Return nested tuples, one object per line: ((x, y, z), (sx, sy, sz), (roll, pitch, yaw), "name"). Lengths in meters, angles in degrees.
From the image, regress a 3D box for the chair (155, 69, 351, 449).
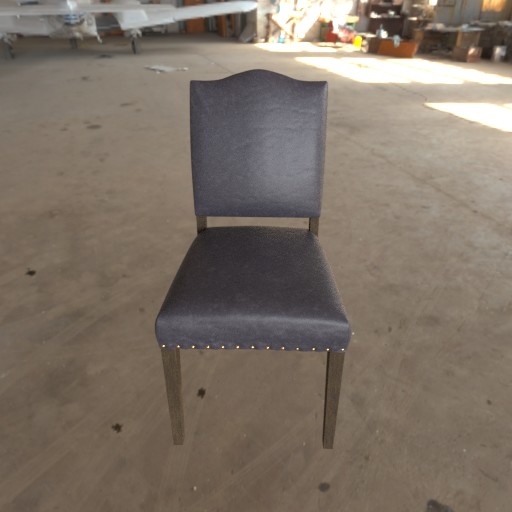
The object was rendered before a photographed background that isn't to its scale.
((0.000, 0.000, 1.359), (0.500, 0.991, 0.633), (1, 31, 1), "chair")
